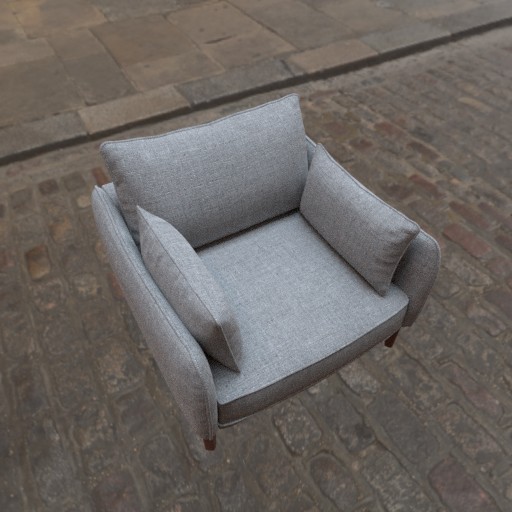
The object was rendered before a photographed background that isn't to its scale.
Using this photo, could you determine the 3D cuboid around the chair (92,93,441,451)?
[{"bbox_3d":[0.000,0.000,1.713,0.993,0.839,0.976,-23,51,-20],"label":"chair"}]
